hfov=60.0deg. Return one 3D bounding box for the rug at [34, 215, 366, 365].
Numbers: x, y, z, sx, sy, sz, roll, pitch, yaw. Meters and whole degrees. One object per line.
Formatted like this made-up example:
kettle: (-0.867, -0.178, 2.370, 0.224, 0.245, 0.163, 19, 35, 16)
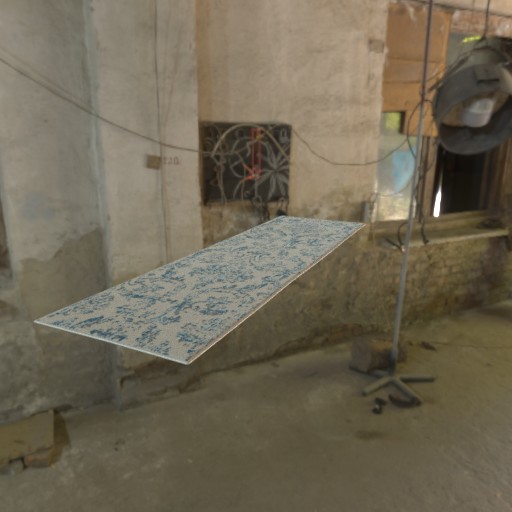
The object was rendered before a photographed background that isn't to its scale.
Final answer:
rug: (0.000, 0.000, 2.367, 0.662, 0.011, 2.196, 8, 18, 25)
